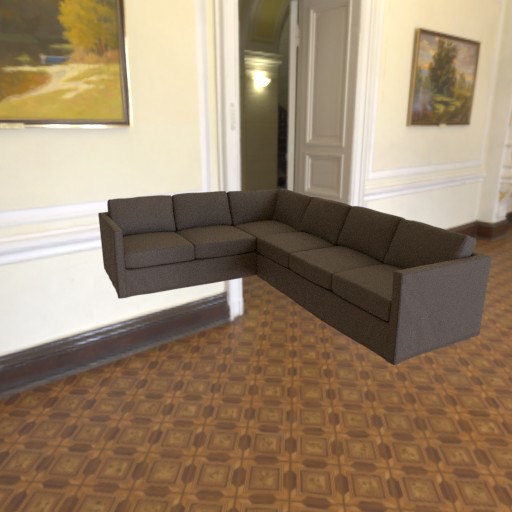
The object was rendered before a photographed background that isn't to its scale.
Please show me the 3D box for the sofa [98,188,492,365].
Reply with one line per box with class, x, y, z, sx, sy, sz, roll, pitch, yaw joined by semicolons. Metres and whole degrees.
sofa;0.000;0.000;4.255;2.432;0.871;3.182;-8;18;-26
